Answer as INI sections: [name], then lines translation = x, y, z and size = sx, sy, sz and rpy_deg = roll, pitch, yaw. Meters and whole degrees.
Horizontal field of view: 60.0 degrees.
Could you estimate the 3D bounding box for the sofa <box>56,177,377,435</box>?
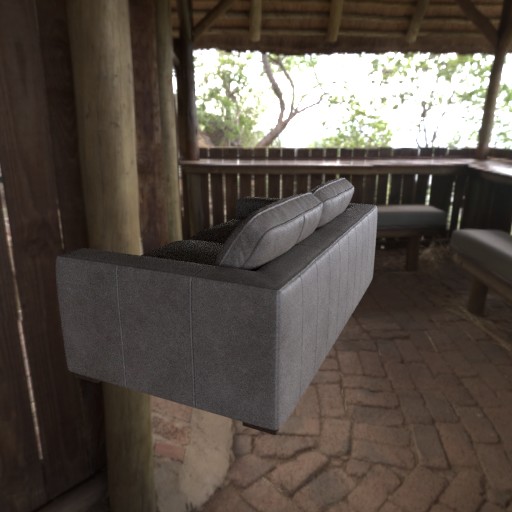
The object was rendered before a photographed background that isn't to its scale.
[sofa]
translation = 0.000, 0.000, 2.546
size = 1.070, 0.800, 1.920
rpy_deg = 7, 17, 23
